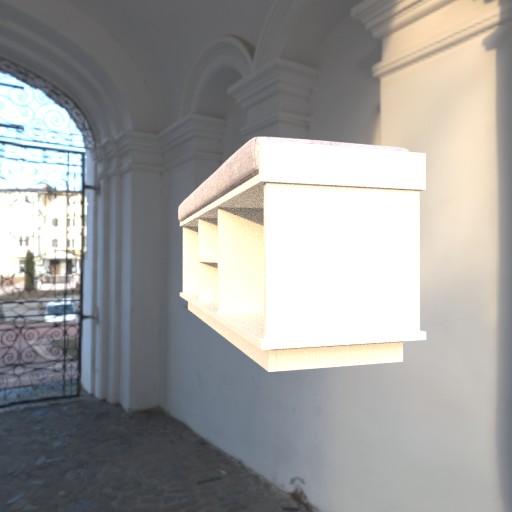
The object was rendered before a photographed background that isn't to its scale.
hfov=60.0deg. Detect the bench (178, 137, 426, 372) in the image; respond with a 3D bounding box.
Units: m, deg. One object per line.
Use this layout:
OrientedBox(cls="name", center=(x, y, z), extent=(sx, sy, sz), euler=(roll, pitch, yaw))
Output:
OrientedBox(cls="bench", center=(0.000, 0.000, 1.422), extent=(0.363, 0.453, 1.196), euler=(0, 0, -17))
